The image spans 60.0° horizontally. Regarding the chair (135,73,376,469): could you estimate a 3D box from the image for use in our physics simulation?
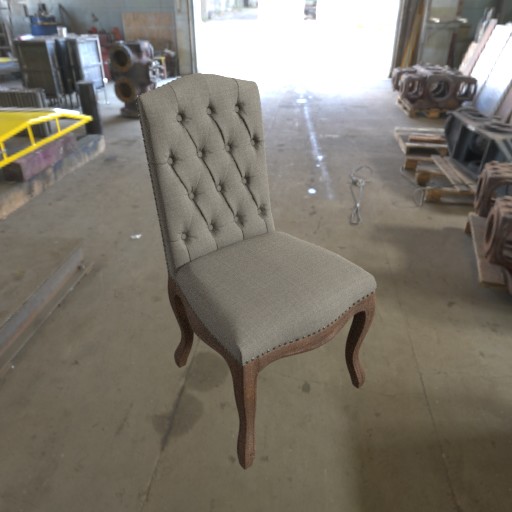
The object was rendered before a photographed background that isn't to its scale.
[{"bbox_3d":[0.000,0.000,1.633,0.637,1.191,0.731,-22,37,-33],"label":"chair"}]
